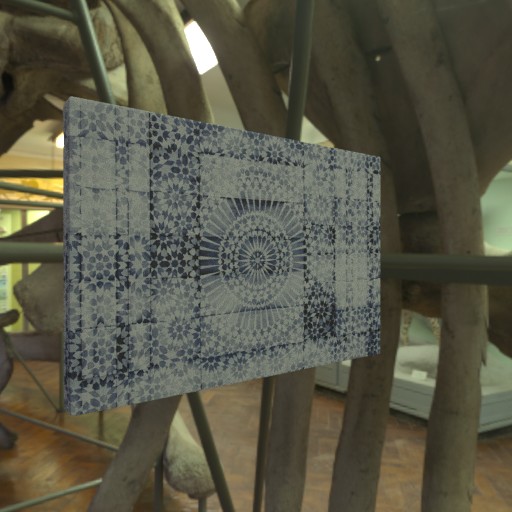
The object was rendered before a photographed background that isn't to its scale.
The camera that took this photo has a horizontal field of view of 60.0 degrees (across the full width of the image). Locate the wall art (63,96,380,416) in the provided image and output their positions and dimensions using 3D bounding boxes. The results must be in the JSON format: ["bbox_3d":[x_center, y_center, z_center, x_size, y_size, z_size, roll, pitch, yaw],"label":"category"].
[{"bbox_3d":[0.000,0.000,1.129,0.911,0.608,0.057,0,0,-36],"label":"wall art"}]
